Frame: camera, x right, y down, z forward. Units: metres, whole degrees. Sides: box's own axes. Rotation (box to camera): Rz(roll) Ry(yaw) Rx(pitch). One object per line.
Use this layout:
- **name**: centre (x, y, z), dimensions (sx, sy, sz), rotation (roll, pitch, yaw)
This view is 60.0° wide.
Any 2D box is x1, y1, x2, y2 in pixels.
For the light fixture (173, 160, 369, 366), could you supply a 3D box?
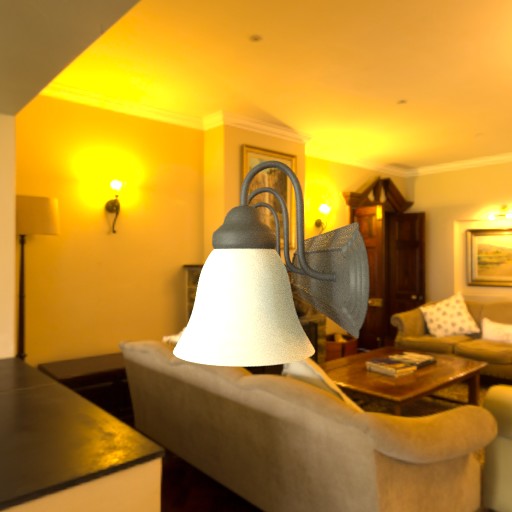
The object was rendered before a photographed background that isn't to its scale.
- **light fixture**: centre (0.000, 0.000, 0.714), dimensions (0.199, 0.222, 0.610), rotation (0, 0, -1)
